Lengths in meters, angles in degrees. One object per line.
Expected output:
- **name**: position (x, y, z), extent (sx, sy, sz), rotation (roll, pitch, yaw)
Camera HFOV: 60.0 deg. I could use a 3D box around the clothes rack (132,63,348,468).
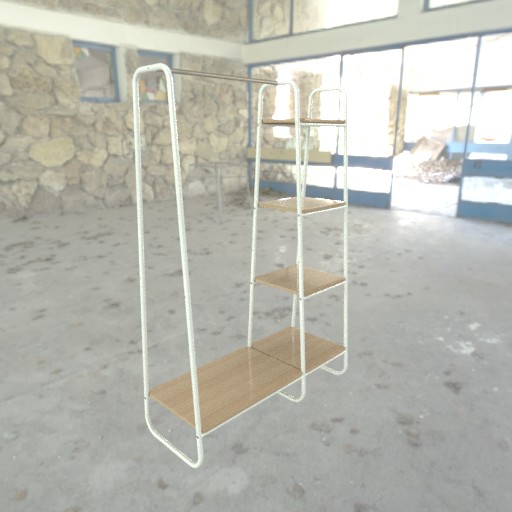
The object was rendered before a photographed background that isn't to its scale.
- **clothes rack**: position (0.000, 0.000, 2.001), extent (0.400, 1.500, 1.011), rotation (15, 21, 43)
